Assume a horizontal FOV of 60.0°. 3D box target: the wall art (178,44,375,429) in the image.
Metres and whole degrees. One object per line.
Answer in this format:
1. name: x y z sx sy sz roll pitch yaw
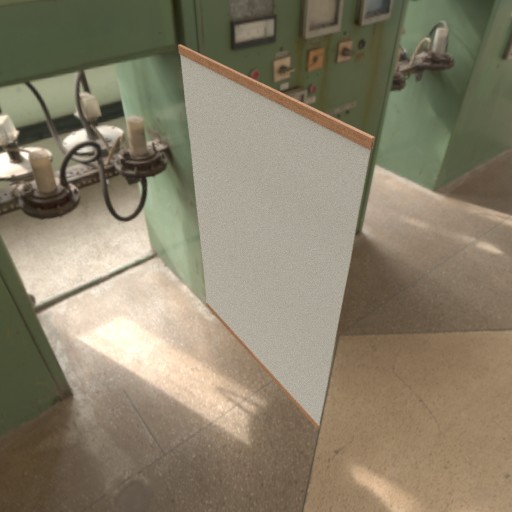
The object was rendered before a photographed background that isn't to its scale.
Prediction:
1. wall art: 0.000 0.000 1.960 0.019 1.527 1.019 -26 48 -27
